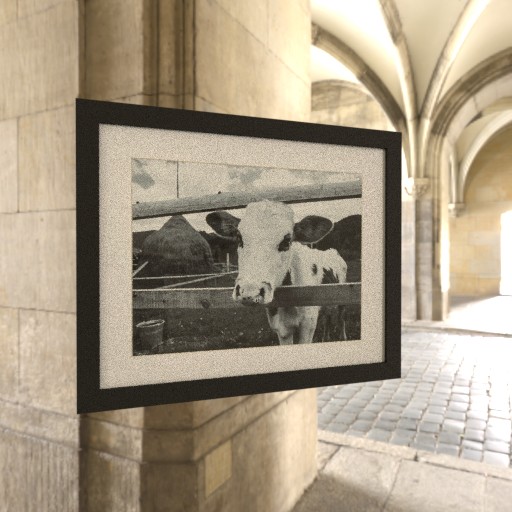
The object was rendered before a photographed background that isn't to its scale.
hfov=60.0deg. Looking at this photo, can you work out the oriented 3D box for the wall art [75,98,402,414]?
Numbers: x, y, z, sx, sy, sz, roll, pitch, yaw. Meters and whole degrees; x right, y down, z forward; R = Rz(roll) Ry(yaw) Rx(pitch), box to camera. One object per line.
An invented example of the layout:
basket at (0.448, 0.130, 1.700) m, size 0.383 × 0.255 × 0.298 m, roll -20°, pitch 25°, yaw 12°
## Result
wall art at (0.000, 0.000, 0.538) m, size 0.404 × 0.329 × 0.024 m, roll 0°, pitch 1°, yaw -19°
